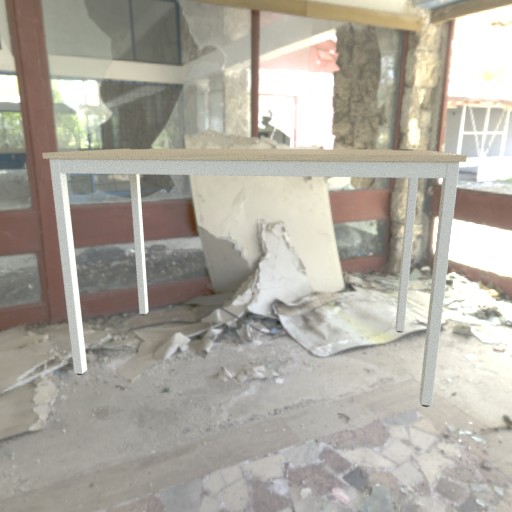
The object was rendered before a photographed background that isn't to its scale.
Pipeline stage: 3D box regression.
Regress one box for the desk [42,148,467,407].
[{"bbox_3d":[0.000,0.000,1.614,1.200,0.750,0.600,2,15,9],"label":"desk"}]
